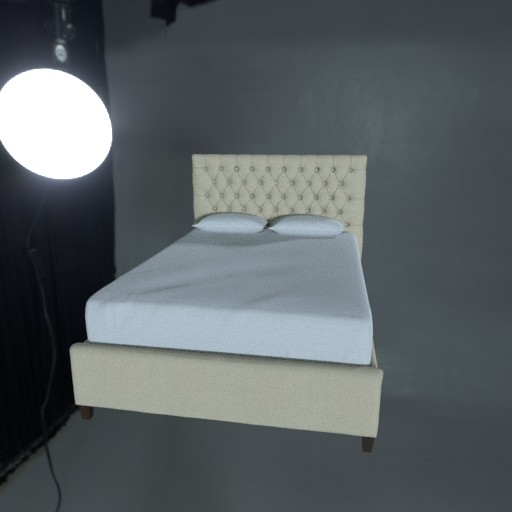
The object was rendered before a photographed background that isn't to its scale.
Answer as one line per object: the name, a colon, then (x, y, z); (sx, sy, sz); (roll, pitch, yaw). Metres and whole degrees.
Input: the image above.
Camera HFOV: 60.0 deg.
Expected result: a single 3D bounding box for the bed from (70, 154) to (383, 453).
bed: (0.000, 0.000, 3.348); (1.698, 1.427, 2.387); (3, 15, 10)
